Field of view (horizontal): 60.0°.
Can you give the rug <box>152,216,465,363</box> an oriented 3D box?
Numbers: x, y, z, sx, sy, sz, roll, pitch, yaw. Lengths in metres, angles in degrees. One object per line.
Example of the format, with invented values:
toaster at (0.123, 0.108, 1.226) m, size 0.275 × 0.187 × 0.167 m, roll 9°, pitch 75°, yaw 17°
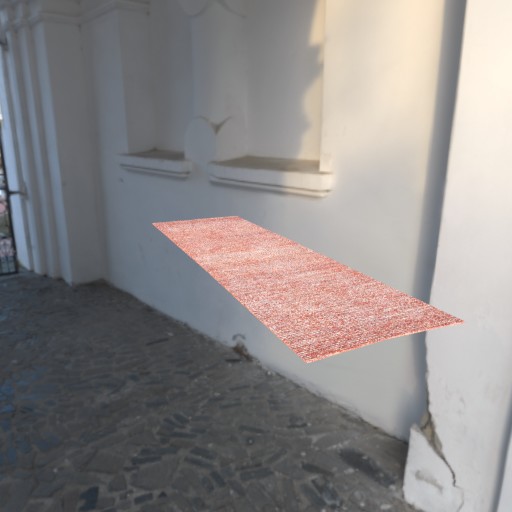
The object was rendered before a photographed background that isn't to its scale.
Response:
rug at (0.000, 0.000, 2.583) m, size 0.718 × 0.013 × 2.353 m, roll -7°, pitch 18°, yaw -23°
